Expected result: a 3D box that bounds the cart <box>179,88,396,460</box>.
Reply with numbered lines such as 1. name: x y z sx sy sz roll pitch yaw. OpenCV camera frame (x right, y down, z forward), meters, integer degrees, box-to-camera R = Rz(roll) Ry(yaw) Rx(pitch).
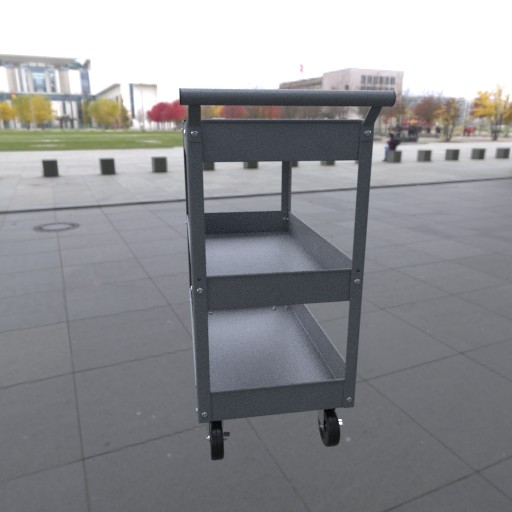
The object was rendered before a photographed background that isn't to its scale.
1. cart: 0.000 0.000 1.175 0.366 0.780 0.719 -3 17 -9
